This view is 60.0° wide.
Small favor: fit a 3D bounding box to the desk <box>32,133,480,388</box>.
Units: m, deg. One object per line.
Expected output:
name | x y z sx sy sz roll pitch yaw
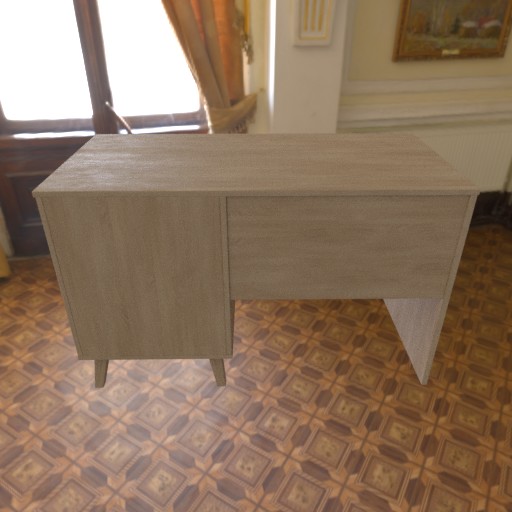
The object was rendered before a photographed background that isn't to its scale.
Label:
desk | 0.000 0.000 1.686 1.251 0.770 0.600 0 30 -1
